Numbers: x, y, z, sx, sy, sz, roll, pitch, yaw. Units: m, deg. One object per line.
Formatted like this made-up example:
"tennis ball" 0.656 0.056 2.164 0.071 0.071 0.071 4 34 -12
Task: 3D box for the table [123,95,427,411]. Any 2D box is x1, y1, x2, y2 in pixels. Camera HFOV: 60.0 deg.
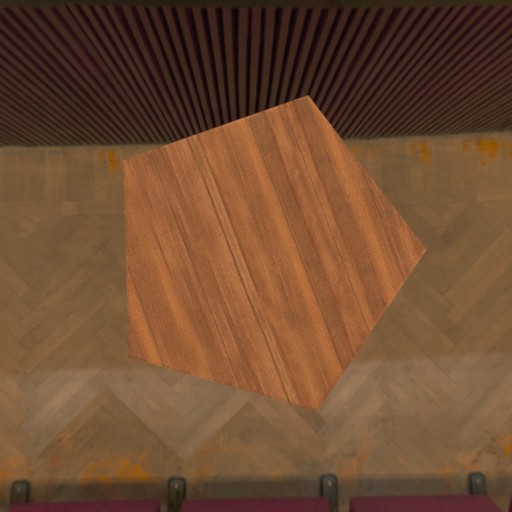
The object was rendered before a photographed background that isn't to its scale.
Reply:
"table" 0.000 0.000 0.888 0.441 0.604 0.425 0 90 -1
